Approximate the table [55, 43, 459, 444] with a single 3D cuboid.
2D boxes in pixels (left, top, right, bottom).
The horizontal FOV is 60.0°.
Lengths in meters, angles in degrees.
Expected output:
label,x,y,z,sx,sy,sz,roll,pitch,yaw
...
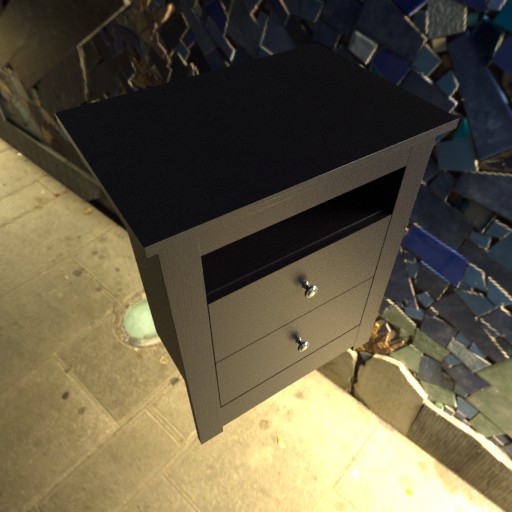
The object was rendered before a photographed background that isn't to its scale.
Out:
label,x,y,z,sx,sy,sz,roll,pitch,yaw
table,0.000,0.000,1.036,0.589,0.711,0.408,-25,51,-22
